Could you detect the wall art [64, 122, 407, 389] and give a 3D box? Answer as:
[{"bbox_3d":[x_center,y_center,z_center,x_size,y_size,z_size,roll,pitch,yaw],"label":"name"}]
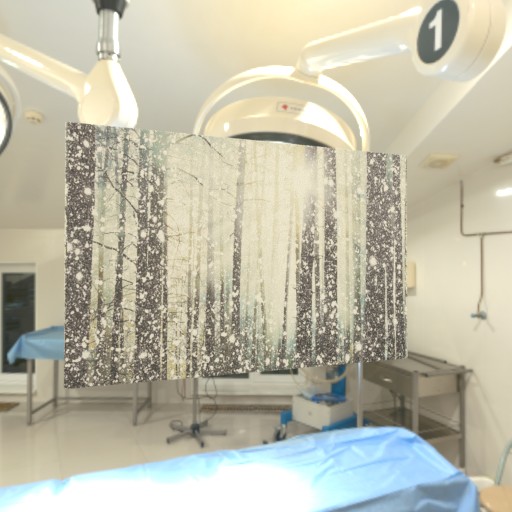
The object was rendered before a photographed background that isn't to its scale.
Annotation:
[{"bbox_3d":[0.000,0.000,0.781,0.618,0.398,0.042,0,-1,-20],"label":"wall art"}]
